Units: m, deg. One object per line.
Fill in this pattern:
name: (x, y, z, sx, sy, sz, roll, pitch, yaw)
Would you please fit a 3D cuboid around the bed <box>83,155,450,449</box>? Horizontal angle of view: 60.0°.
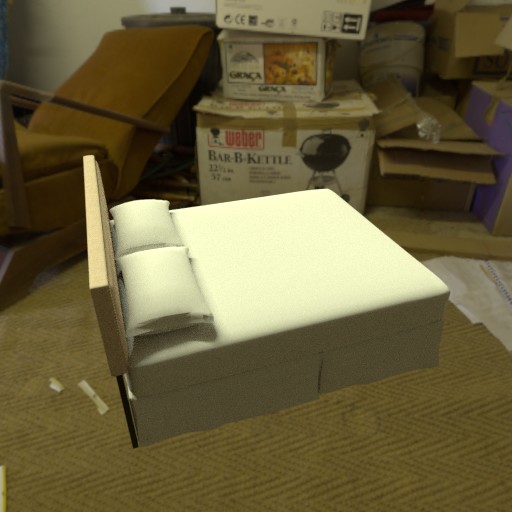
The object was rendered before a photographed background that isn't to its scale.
bed: (0.000, 0.000, 2.831, 1.876, 1.016, 1.616, -10, 33, -16)
